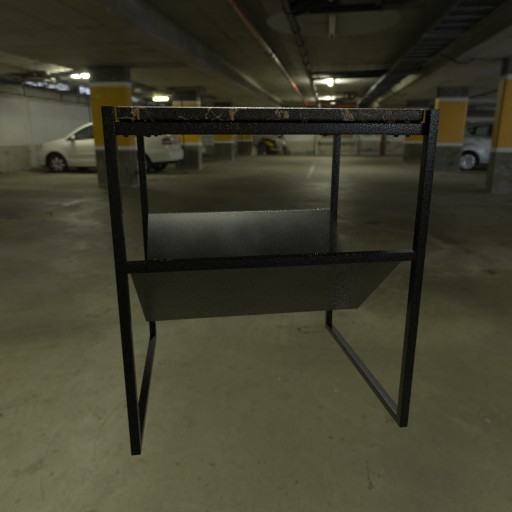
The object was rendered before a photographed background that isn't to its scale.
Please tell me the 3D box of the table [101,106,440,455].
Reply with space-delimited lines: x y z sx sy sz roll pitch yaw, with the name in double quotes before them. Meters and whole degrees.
"table" 0.000 0.000 0.876 0.469 0.534 0.432 -2 15 -9
